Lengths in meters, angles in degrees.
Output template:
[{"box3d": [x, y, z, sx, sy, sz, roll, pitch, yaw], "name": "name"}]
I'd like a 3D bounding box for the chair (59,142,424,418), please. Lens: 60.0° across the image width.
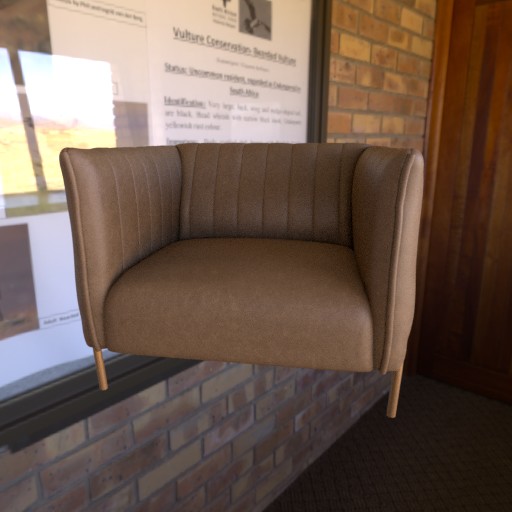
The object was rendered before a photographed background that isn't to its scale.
[{"box3d": [0.000, 0.000, 1.579, 0.981, 0.779, 0.876, 2, 15, 9], "name": "chair"}]
